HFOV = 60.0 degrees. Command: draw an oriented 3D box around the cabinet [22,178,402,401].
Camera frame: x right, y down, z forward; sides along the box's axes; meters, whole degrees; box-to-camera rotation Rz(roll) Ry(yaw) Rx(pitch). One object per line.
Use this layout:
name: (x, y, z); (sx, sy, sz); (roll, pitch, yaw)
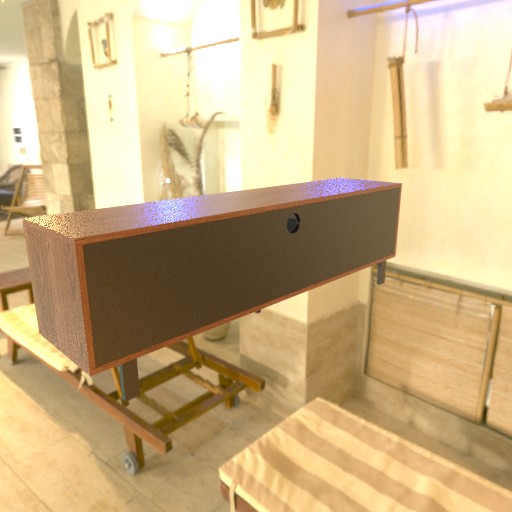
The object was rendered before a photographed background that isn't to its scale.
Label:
cabinet: (0.000, 0.000, 1.847); (1.650, 0.500, 0.400); (-15, 22, -43)
